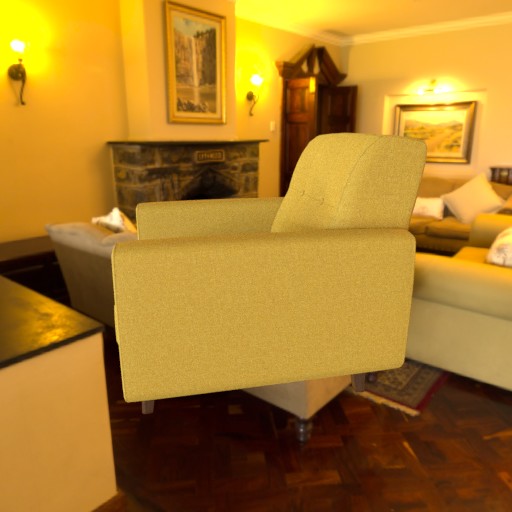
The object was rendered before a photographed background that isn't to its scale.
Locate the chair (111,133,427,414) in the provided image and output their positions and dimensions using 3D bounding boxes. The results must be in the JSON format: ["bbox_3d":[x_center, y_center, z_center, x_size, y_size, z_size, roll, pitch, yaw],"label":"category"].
[{"bbox_3d":[0.000,0.000,1.569,0.909,0.841,0.831,-3,15,-9],"label":"chair"}]
